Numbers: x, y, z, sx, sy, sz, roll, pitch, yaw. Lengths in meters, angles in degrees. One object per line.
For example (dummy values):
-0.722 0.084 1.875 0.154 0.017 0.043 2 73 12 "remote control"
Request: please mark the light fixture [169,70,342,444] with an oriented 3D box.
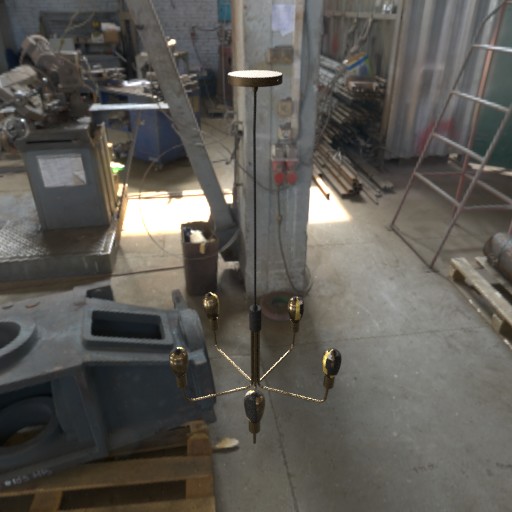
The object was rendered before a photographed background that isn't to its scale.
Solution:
0.000 0.000 1.372 0.588 1.059 0.532 20 35 31 "light fixture"
